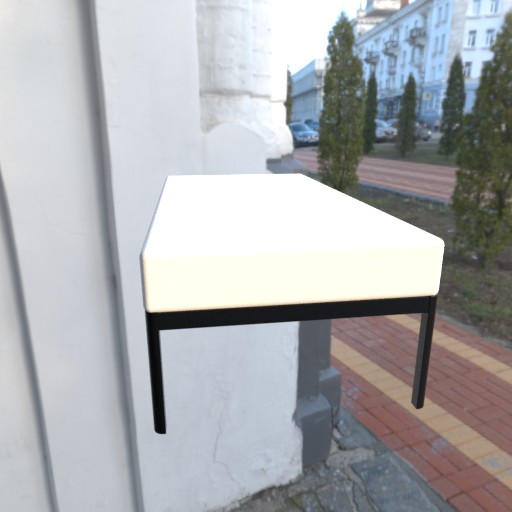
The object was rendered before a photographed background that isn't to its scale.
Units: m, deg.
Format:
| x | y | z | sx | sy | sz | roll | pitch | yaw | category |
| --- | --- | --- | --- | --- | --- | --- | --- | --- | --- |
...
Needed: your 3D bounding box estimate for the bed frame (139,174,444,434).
| x | y | z | sx | sy | sz | roll | pitch | yaw | category |
| --- | --- | --- | --- | --- | --- | --- | --- | --- | --- |
| 0.000 | 0.000 | 2.416 | 1.023 | 0.659 | 1.950 | -3 | 17 | -8 | bed frame |
